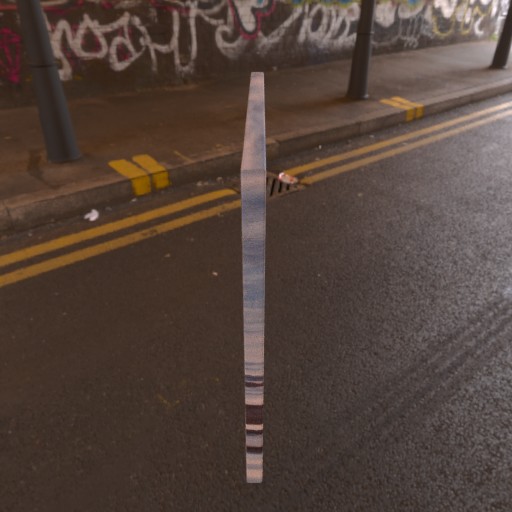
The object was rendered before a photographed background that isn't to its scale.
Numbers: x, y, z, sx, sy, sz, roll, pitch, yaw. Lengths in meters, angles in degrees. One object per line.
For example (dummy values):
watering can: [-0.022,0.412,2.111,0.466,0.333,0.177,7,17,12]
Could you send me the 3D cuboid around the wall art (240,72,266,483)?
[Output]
wall art: [0.000,0.000,1.121,0.035,0.747,0.747,0,32,1]
